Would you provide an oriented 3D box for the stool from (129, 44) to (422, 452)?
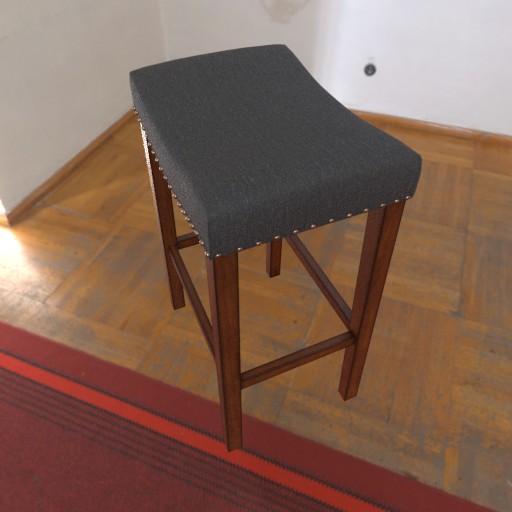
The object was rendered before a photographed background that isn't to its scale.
[{"bbox_3d":[0.000,0.000,1.017,0.366,0.760,0.502,-18,49,-16],"label":"stool"}]
